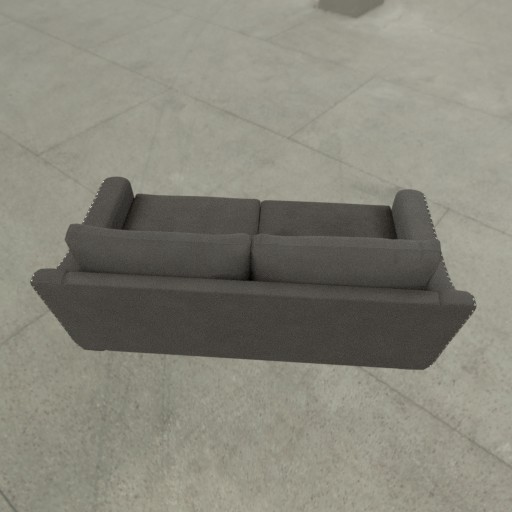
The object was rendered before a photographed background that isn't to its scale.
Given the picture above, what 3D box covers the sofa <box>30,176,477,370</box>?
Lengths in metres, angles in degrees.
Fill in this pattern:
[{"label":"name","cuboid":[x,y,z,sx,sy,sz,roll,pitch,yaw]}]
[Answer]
[{"label":"sofa","cuboid":[0.000,0.000,3.244,2.550,1.196,1.336,3,47,3]}]
